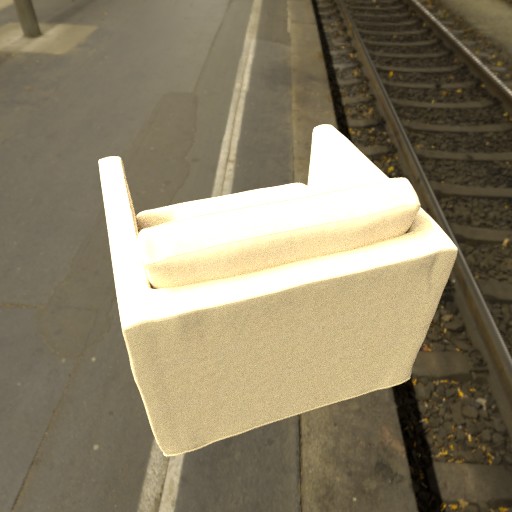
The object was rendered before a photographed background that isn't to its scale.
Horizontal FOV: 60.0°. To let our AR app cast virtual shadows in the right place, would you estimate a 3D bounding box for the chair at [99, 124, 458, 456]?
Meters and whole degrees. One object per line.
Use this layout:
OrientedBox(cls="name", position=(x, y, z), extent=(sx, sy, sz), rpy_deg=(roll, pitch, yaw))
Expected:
OrientedBox(cls="chair", position=(0.000, 0.000, 1.738), extent=(1.057, 0.851, 0.947), rpy_deg=(-12, 42, -14))
